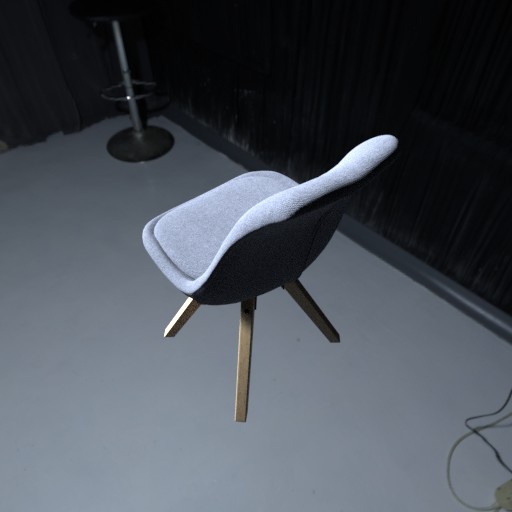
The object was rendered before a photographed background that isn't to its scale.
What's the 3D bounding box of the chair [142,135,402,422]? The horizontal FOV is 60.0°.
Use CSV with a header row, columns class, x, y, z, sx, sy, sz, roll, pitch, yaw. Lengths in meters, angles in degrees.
class,x,y,z,sx,sy,sz,roll,pitch,yaw
chair,0.000,0.000,1.184,0.485,0.850,0.550,-32,55,-26
